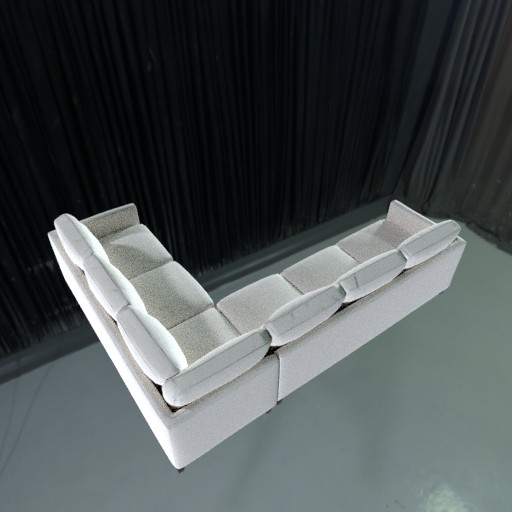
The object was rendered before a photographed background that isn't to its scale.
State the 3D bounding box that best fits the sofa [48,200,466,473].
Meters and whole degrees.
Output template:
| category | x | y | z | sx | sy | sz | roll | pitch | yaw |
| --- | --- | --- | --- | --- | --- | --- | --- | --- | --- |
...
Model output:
| category | x | y | z | sx | sy | sz | roll | pitch | yaw |
| --- | --- | --- | --- | --- | --- | --- | --- | --- | --- |
| sofa | 0.000 | 0.000 | 4.499 | 3.302 | 0.947 | 2.593 | -26 | 47 | -26 |
